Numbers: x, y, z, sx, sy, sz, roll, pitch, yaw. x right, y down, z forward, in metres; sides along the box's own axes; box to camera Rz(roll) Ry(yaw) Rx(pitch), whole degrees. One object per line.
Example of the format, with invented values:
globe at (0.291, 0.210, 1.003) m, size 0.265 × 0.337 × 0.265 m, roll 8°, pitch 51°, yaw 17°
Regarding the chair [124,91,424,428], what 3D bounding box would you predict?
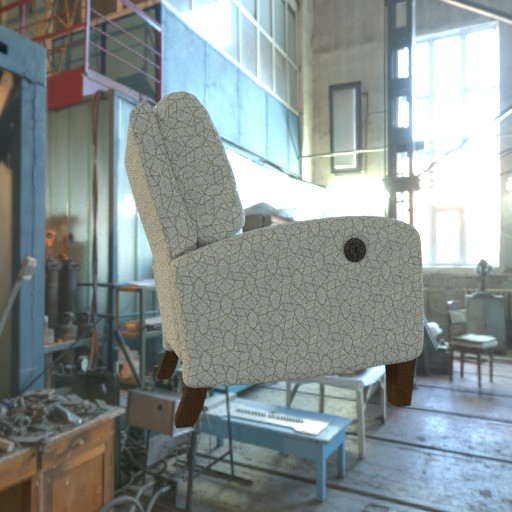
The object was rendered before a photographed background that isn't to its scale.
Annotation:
chair at (0.000, 0.000, 1.767) m, size 0.995 × 1.064 × 0.796 m, roll 0°, pitch -1°, yaw -18°
